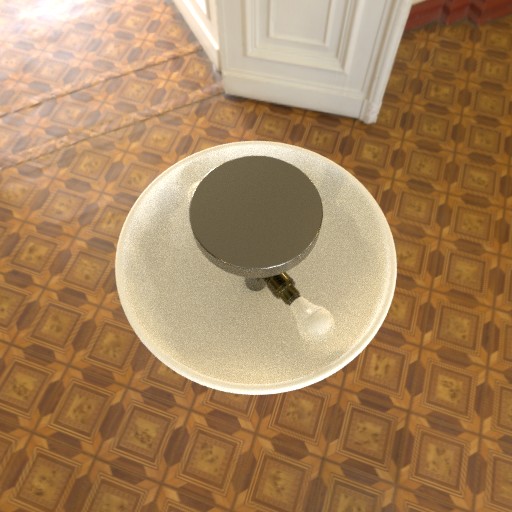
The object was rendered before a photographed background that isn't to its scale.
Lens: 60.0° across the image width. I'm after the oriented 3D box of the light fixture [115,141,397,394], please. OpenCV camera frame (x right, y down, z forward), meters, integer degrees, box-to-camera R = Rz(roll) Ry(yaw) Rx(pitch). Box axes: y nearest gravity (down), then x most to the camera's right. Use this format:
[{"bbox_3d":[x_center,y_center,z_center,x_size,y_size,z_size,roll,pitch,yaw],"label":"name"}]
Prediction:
[{"bbox_3d":[0.000,0.000,0.539,0.330,0.214,0.330,0,63,0],"label":"light fixture"}]
